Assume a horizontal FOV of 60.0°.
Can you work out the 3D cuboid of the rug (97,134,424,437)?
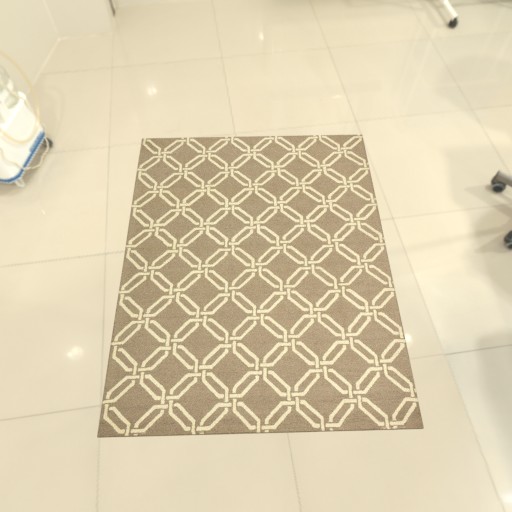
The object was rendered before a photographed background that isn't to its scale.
[{"bbox_3d":[0.000,0.000,3.845,2.288,0.018,2.895,-1,59,-1],"label":"rug"}]
